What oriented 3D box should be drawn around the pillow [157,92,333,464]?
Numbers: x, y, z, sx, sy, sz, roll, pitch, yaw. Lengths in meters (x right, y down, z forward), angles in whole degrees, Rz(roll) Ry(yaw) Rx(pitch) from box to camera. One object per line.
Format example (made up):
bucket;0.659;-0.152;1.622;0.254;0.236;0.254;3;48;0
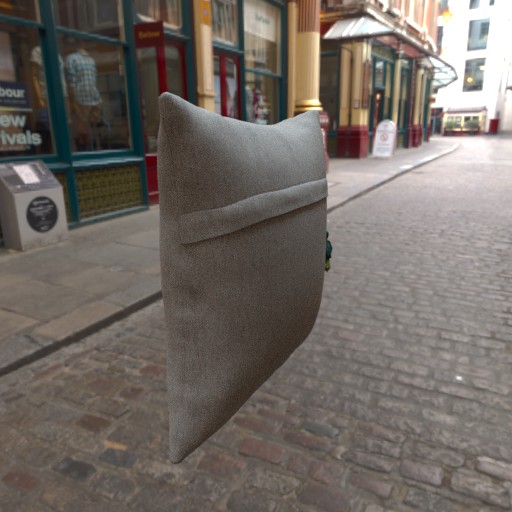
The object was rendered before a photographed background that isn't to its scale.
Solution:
pillow;0.000;0.000;0.669;0.173;0.436;0.433;8;18;26
